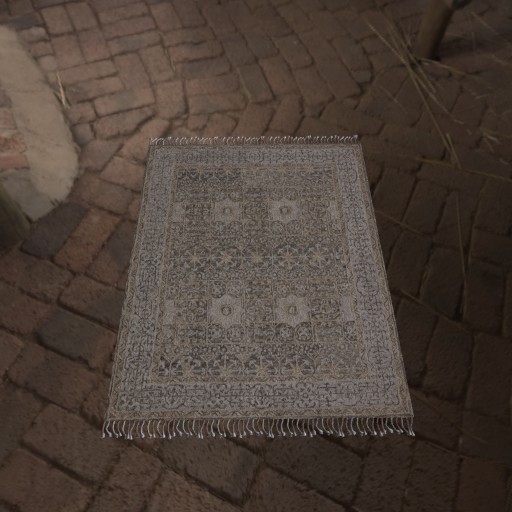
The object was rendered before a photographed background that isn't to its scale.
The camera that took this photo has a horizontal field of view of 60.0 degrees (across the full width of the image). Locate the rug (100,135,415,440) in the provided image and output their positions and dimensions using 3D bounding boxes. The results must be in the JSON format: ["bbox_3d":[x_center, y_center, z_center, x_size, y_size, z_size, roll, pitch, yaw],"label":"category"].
[{"bbox_3d":[0.000,0.000,4.267,2.431,0.017,3.291,-1,58,0],"label":"rug"}]
